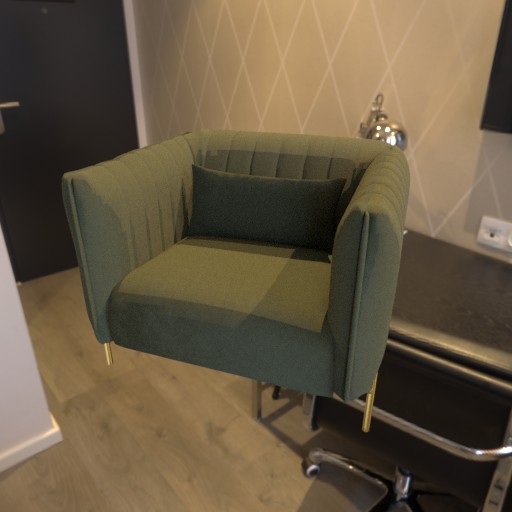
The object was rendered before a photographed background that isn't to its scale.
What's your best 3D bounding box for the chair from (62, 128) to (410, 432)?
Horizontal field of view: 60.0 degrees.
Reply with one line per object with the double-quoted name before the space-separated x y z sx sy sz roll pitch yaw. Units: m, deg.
"chair" 0.000 0.000 1.683 1.032 0.794 0.877 9 27 18
